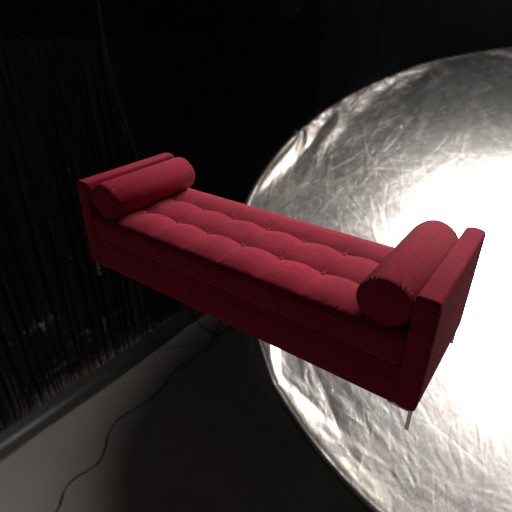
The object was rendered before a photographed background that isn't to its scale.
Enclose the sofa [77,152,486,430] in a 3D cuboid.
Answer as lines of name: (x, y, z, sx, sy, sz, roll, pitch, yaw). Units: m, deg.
sofa: (0.000, 0.000, 2.329, 1.981, 0.635, 0.686, 20, 35, 31)
